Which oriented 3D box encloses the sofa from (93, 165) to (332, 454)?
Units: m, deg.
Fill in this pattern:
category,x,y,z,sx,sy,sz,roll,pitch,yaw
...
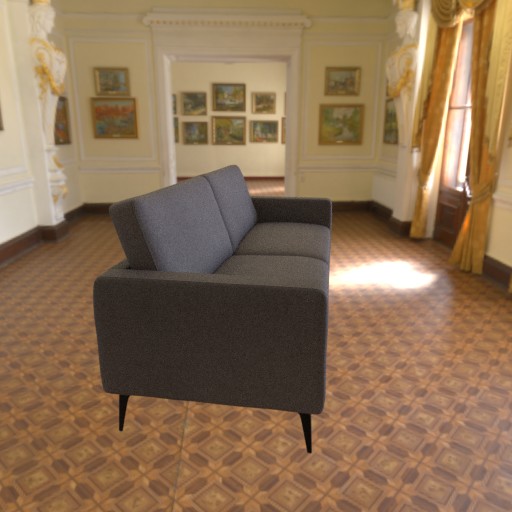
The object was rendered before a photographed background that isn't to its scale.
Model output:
category,x,y,z,sx,sy,sz,roll,pitch,yaw
sofa,0.000,0.000,2.321,0.774,0.828,1.925,3,16,9
